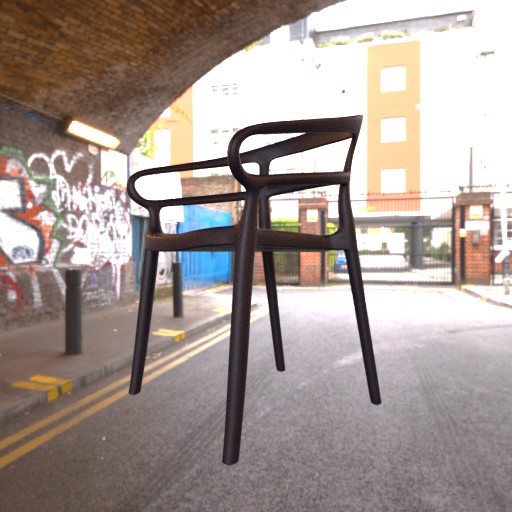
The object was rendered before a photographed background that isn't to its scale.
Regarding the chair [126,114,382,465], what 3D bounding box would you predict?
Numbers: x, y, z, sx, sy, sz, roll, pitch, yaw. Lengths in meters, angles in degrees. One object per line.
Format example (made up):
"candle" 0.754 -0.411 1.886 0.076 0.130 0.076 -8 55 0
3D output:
"chair" 0.000 0.000 1.152 0.527 0.761 0.559 0 0 -36
